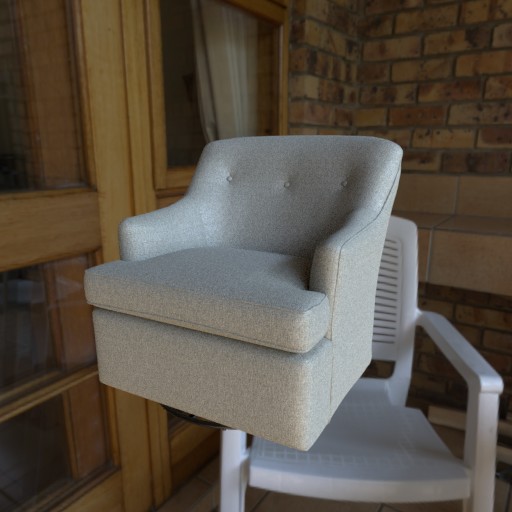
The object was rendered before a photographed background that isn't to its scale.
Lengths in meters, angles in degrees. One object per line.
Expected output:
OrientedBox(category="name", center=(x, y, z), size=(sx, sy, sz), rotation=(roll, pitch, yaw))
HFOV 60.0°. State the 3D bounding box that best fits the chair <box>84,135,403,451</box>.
OrientedBox(category="chair", center=(0.000, 0.000, 1.601), size=(0.864, 0.856, 0.923), rotation=(7, 16, 27))
